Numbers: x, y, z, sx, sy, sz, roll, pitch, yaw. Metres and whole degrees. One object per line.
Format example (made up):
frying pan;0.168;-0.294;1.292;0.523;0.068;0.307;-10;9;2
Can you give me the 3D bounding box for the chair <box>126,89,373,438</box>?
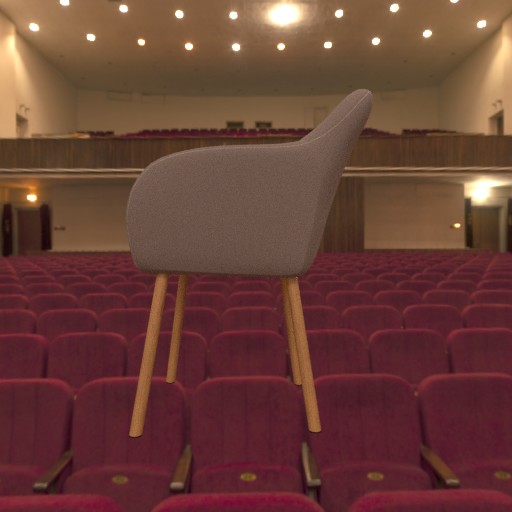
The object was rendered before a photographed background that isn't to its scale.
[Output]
chair;0.000;0.000;1.240;0.590;0.830;0.570;0;0;0
